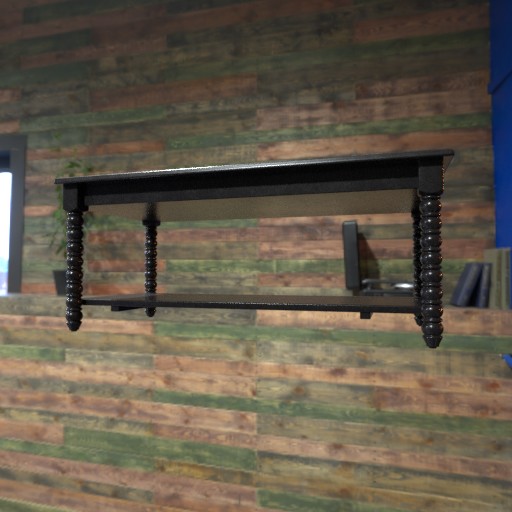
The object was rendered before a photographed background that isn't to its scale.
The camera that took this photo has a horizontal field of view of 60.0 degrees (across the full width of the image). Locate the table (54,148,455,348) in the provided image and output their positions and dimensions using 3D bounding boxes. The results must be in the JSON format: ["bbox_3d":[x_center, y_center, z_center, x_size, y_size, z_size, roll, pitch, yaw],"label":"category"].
[{"bbox_3d":[0.000,0.000,1.496,1.171,0.487,0.580,-1,-2,17],"label":"table"}]
